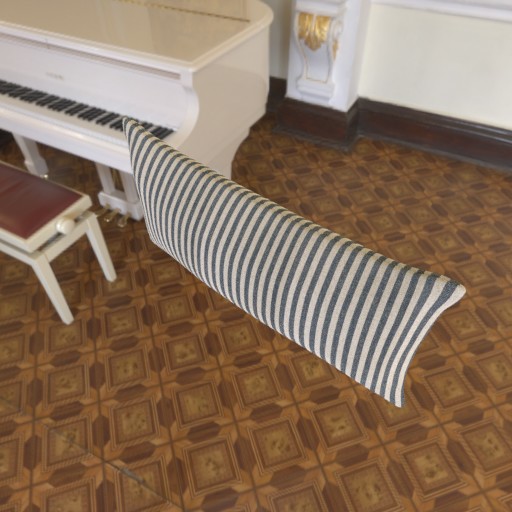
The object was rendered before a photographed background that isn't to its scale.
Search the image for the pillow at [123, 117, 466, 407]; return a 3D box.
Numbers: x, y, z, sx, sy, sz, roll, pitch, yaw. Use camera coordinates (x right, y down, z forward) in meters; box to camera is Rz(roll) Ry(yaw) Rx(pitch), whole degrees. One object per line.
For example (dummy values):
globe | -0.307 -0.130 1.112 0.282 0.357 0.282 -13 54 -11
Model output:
pillow | 0.000 0.000 0.739 0.617 0.295 0.151 31 53 27
